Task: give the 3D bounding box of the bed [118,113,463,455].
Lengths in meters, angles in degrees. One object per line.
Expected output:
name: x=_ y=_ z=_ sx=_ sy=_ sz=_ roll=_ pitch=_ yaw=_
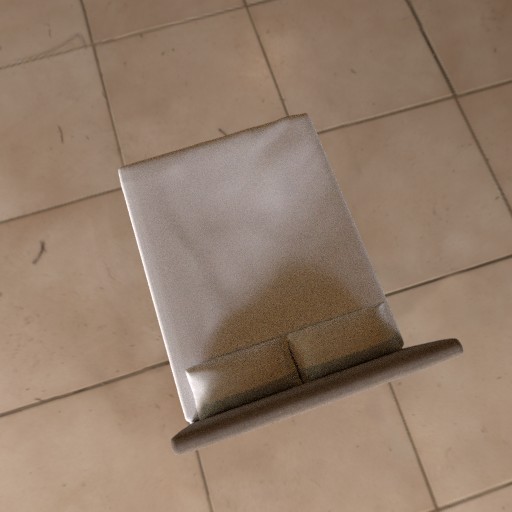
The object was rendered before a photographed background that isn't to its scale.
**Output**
bed: x=0.000 y=0.000 z=3.218 sx=1.723 sy=1.330 sz=2.142 roll=-18 pitch=75 yaw=-5
